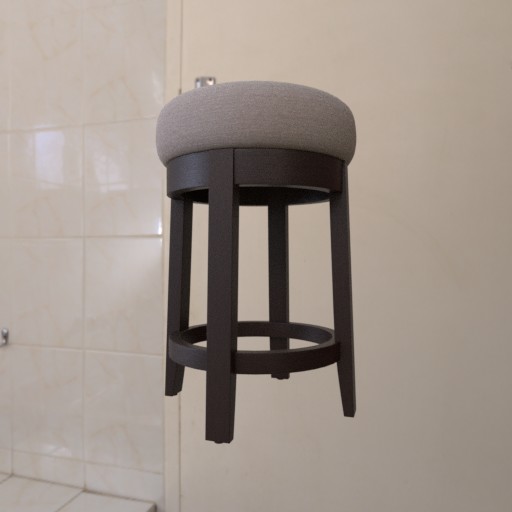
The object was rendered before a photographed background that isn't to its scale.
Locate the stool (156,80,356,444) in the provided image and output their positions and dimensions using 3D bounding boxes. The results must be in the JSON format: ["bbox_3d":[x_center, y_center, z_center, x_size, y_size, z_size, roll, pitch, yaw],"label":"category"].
[{"bbox_3d":[0.000,0.000,1.003,0.443,0.672,0.443,0,0,0],"label":"stool"}]
